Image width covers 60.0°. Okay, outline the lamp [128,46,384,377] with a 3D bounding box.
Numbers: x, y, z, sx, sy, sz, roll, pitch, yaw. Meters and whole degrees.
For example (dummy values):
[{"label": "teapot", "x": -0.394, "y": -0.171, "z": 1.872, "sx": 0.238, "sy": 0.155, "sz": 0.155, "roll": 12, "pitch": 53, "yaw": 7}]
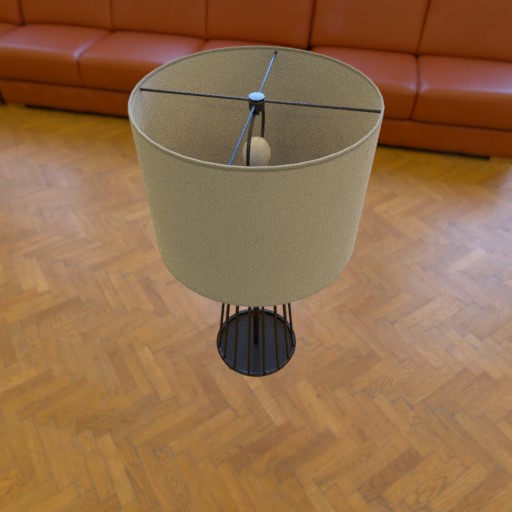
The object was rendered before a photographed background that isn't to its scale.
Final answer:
[{"label": "lamp", "x": 0.000, "y": 0.000, "z": 0.779, "sx": 0.322, "sy": 0.593, "sz": 0.322, "roll": 8, "pitch": 47, "yaw": 8}]
